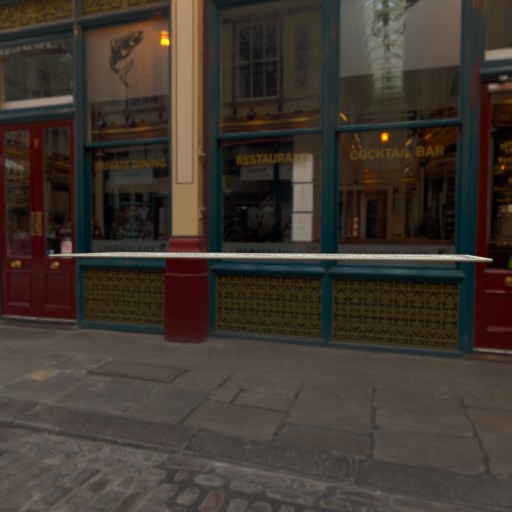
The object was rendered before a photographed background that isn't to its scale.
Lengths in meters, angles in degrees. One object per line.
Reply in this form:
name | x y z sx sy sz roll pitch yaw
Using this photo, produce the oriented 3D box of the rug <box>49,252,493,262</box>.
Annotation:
rug | 0.000 0.000 2.524 2.297 0.013 0.661 1 2 17
